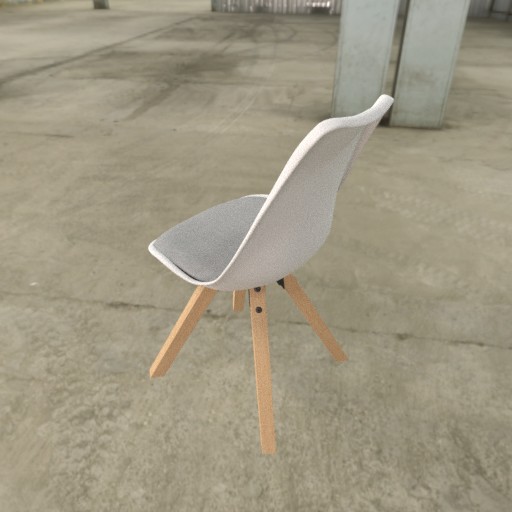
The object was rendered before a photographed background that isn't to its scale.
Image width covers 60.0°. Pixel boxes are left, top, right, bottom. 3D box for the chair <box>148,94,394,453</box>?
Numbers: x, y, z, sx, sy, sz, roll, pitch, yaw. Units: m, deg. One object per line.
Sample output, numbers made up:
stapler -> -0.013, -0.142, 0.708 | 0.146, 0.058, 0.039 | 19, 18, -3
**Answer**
chair -> 0.000, 0.000, 1.181 | 0.550, 0.850, 0.485 | 22, 38, 31
